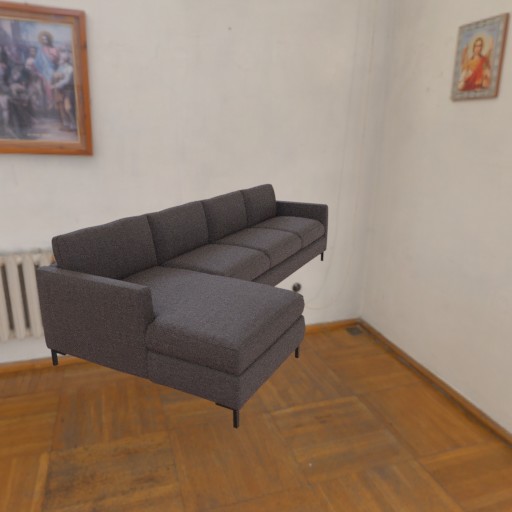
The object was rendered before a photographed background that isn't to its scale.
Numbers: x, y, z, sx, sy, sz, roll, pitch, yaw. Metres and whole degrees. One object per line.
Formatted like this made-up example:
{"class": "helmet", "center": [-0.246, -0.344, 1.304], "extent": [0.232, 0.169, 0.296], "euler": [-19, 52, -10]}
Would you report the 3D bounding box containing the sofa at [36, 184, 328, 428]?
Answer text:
{"class": "sofa", "center": [0.000, 0.000, 3.241], "extent": [1.258, 0.754, 2.731], "euler": [8, 18, 26]}
